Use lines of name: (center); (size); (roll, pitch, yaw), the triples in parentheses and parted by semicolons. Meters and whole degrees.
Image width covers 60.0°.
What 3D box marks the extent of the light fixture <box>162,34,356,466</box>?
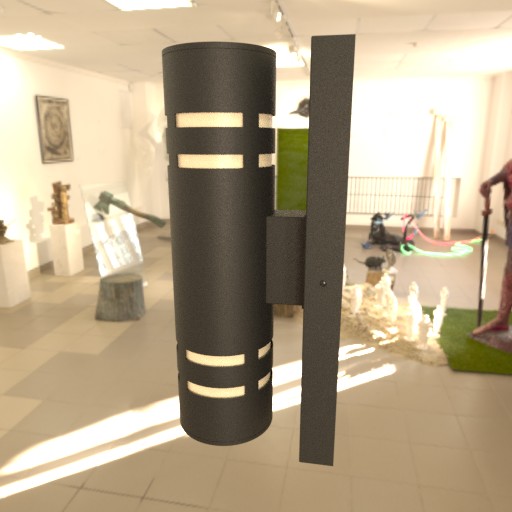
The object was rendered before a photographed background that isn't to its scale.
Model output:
light fixture: (0.000, 0.000, 0.390); (0.149, 0.330, 0.105); (3, 15, 10)
